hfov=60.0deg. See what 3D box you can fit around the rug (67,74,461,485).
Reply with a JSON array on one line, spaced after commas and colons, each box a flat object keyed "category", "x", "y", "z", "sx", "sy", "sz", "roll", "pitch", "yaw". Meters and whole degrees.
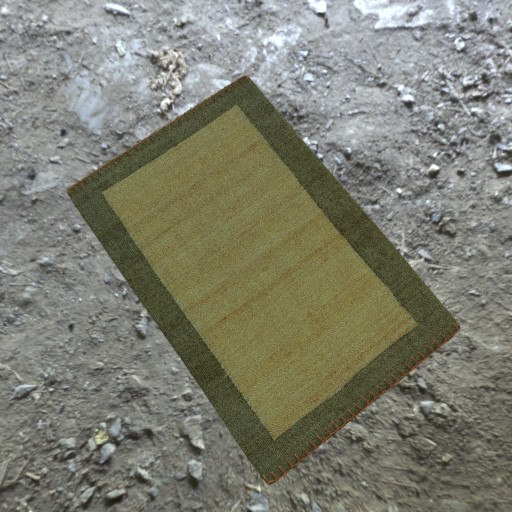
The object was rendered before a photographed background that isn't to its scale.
[{"category": "rug", "x": 0.000, "y": 0.000, "z": 2.295, "sx": 1.220, "sy": 0.019, "sz": 1.838, "roll": -36, "pitch": 78, "yaw": -8}]
